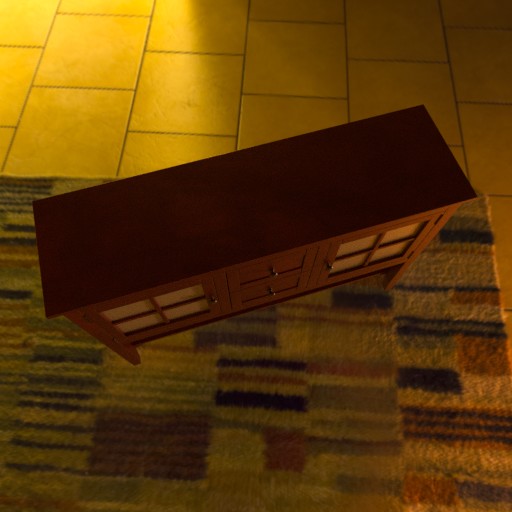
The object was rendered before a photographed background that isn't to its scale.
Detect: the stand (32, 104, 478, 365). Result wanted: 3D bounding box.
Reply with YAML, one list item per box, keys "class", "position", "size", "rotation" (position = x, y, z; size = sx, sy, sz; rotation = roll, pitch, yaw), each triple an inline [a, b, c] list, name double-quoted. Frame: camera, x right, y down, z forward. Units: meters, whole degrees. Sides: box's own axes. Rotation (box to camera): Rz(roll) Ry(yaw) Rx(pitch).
- class: "stand"
  position: [0.000, 0.000, 1.804]
  size: [1.362, 0.872, 0.410]
  rotation: [-16, 67, -7]
